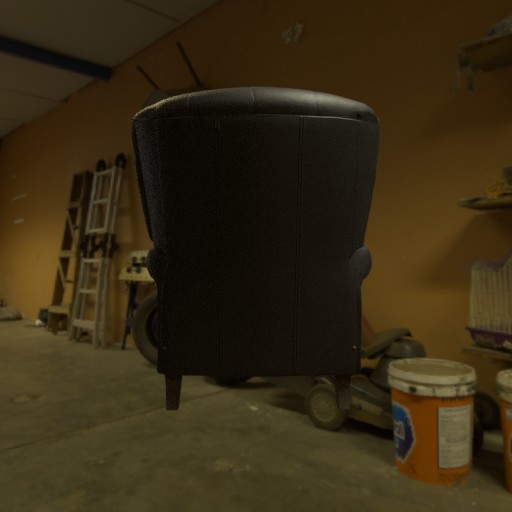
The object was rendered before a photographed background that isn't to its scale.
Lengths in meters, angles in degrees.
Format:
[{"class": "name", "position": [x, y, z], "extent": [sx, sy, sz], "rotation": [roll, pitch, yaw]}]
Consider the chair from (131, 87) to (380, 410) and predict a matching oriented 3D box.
[{"class": "chair", "position": [0.000, 0.000, 1.959], "extent": [0.948, 1.158, 1.058], "rotation": [0, -1, -1]}]
